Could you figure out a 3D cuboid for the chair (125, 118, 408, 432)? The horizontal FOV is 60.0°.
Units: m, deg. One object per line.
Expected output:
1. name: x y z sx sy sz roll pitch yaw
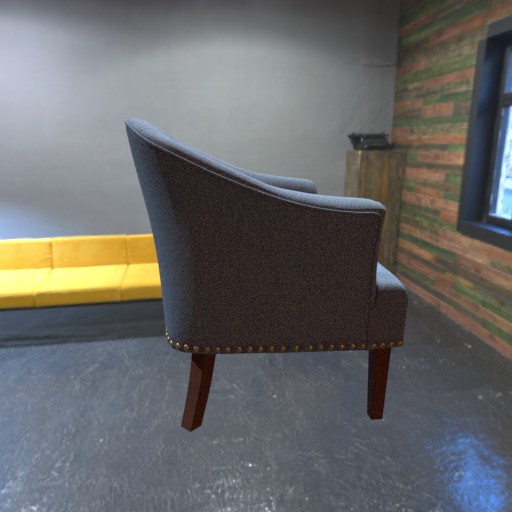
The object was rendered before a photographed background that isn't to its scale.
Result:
1. chair: 0.000 0.000 1.391 0.704 0.815 0.772 -2 14 -6
